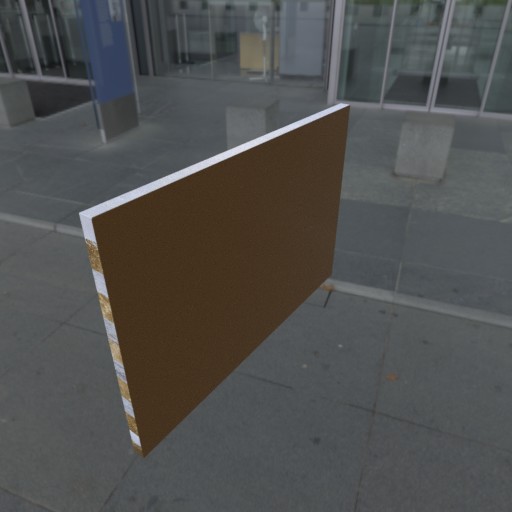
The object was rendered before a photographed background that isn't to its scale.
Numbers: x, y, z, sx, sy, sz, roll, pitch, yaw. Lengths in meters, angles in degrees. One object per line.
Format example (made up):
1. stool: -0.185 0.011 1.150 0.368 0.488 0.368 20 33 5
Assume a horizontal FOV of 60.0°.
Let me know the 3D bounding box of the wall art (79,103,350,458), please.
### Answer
1. wall art: 0.000 0.000 1.463 0.041 0.762 1.145 21 37 30
